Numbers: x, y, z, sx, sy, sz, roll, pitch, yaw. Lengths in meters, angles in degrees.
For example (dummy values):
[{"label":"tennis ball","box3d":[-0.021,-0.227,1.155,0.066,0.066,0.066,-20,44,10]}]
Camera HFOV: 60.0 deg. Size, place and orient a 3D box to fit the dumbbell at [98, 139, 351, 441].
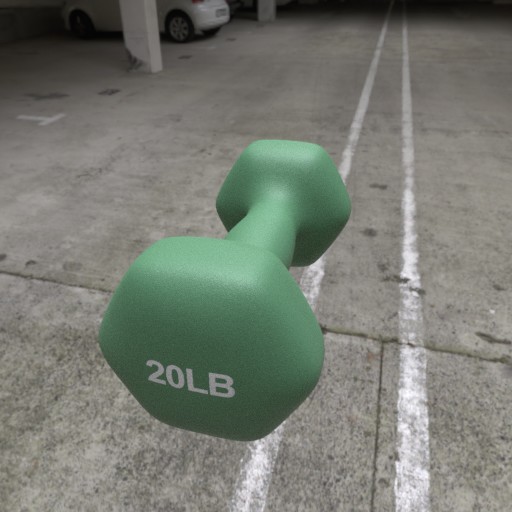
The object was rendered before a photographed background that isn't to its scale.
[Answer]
[{"label":"dumbbell","box3d":[0.000,0.000,0.326,0.126,0.114,0.257,8,31,13]}]
